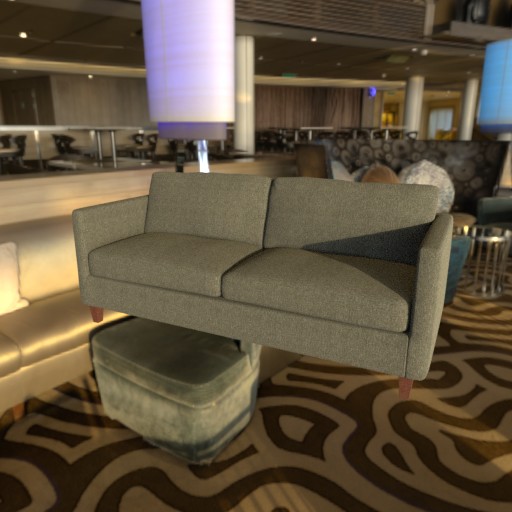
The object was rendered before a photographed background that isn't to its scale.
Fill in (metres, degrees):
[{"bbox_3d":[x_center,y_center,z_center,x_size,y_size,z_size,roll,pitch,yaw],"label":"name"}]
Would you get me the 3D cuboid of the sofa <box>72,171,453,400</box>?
[{"bbox_3d":[0.000,0.000,2.799,2.208,0.965,0.948,8,18,25],"label":"sofa"}]
